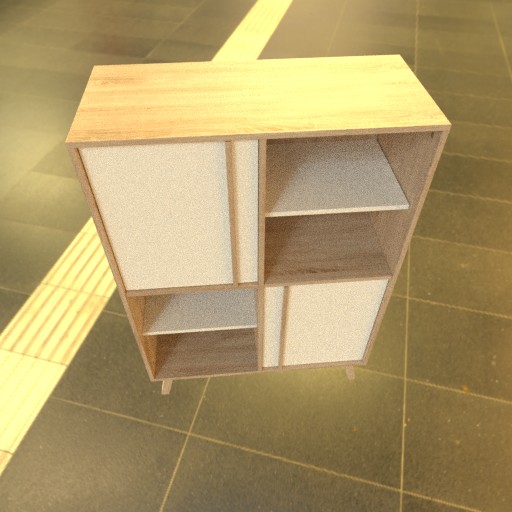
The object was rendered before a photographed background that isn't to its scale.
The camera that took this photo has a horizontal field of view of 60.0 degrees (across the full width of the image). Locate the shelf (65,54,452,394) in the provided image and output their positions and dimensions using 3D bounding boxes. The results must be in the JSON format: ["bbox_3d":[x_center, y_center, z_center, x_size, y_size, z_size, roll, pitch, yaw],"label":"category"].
[{"bbox_3d":[0.000,0.000,1.798,1.000,1.390,0.450,-4,47,-3],"label":"shelf"}]
